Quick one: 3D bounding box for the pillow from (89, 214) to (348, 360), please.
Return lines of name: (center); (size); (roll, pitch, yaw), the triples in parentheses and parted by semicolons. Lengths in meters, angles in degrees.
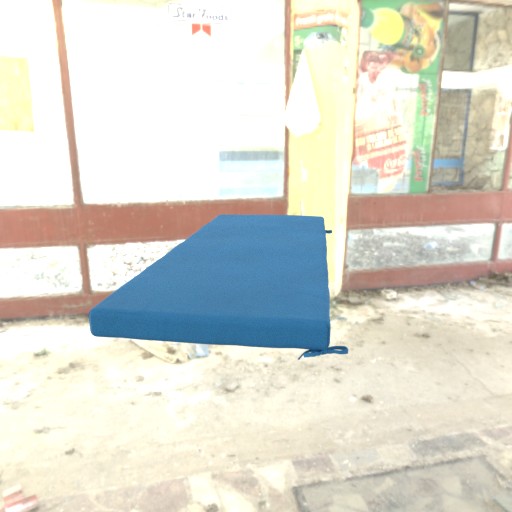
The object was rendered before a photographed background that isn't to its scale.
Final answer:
pillow: (0.000, 0.000, 1.353); (0.492, 0.081, 1.187); (2, 15, 8)
